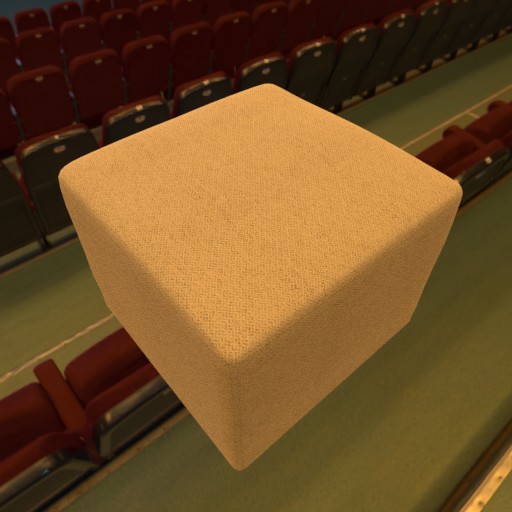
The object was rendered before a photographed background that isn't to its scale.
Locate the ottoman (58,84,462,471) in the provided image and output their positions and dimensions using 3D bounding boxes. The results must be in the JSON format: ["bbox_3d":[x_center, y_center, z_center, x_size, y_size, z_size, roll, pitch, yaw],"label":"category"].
[{"bbox_3d":[0.000,0.000,0.896,0.521,0.453,0.512,-32,55,-26],"label":"ottoman"}]
